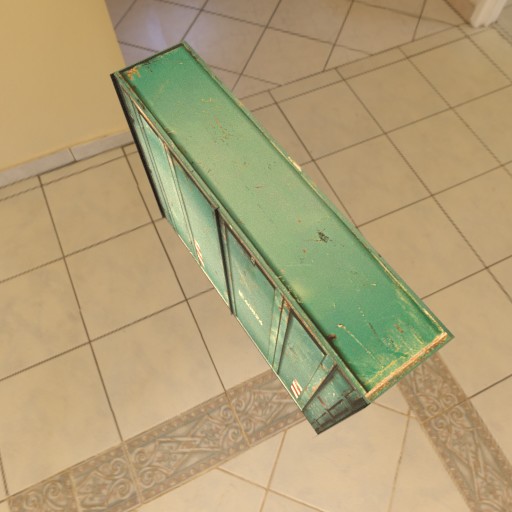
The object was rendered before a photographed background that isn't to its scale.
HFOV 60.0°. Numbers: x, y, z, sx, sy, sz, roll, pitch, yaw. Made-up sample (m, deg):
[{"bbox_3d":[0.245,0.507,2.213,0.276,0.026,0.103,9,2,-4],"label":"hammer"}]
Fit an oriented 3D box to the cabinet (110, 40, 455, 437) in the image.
[{"bbox_3d":[0.000,0.000,3.950,0.680,2.160,3.001,-32,68,-14],"label":"cabinet"}]
